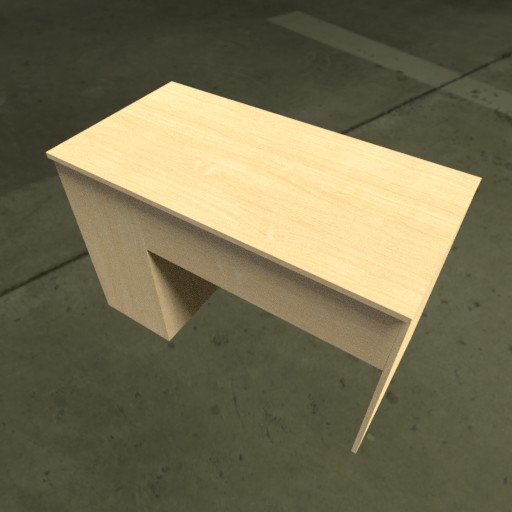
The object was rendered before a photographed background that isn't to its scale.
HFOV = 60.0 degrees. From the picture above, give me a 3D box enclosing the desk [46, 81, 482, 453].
[{"bbox_3d":[0.000,0.000,1.509,1.097,0.735,0.560,25,51,22],"label":"desk"}]
